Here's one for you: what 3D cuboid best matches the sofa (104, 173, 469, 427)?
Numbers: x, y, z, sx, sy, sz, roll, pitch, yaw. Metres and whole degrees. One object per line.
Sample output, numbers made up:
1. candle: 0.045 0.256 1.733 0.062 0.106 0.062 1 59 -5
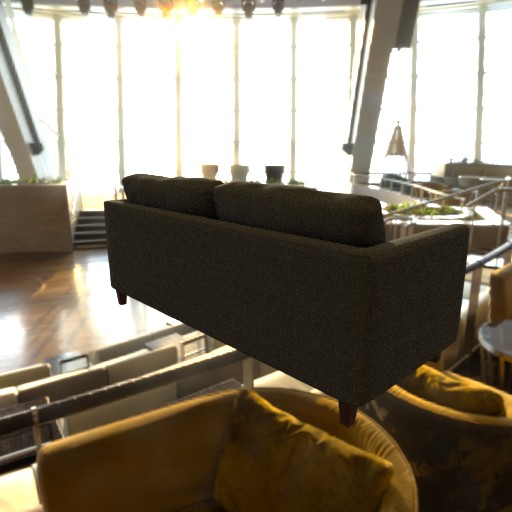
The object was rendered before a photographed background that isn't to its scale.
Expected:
1. sofa: 0.000 0.000 2.744 0.948 0.965 2.208 -13 19 -42
